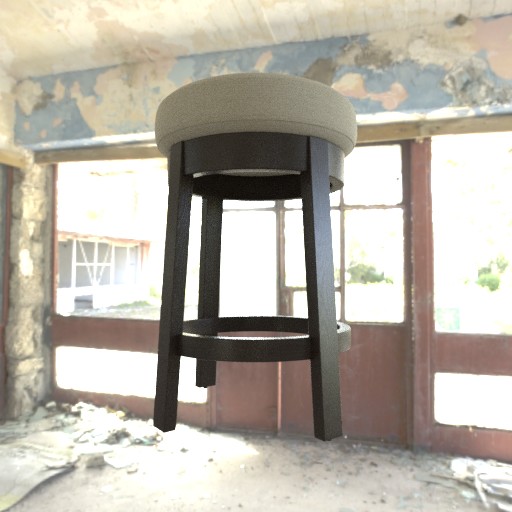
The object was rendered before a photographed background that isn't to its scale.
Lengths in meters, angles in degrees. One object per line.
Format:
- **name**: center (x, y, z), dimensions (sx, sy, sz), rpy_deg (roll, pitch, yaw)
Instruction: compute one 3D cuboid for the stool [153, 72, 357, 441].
- **stool**: center (0.000, 0.000, 0.956), dimensions (0.449, 0.655, 0.449), rpy_deg (0, -2, 0)
